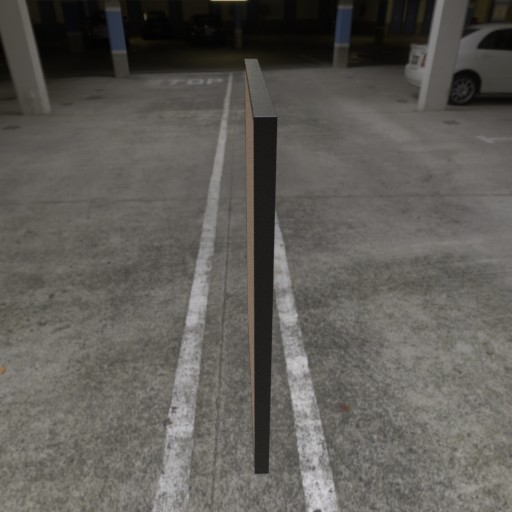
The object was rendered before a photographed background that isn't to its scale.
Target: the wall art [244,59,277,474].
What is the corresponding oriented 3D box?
[{"bbox_3d":[0.000,0.000,1.394,0.043,1.046,0.788,-1,31,-2],"label":"wall art"}]
